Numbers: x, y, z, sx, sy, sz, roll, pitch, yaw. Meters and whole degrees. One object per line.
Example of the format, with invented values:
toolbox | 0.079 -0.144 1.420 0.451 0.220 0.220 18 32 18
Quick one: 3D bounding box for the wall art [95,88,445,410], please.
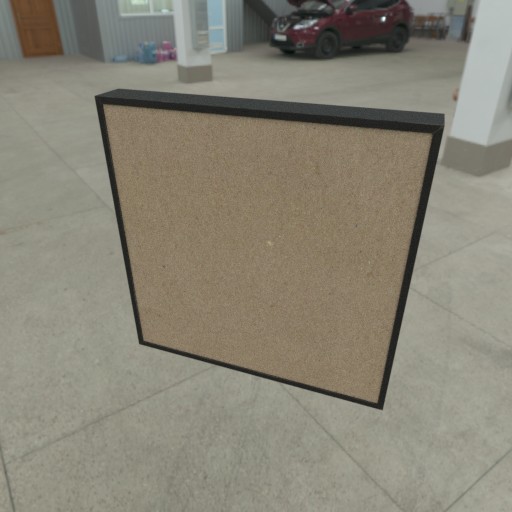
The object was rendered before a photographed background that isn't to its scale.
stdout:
wall art | 0.000 0.000 0.460 0.305 0.305 0.038 11 33 17
